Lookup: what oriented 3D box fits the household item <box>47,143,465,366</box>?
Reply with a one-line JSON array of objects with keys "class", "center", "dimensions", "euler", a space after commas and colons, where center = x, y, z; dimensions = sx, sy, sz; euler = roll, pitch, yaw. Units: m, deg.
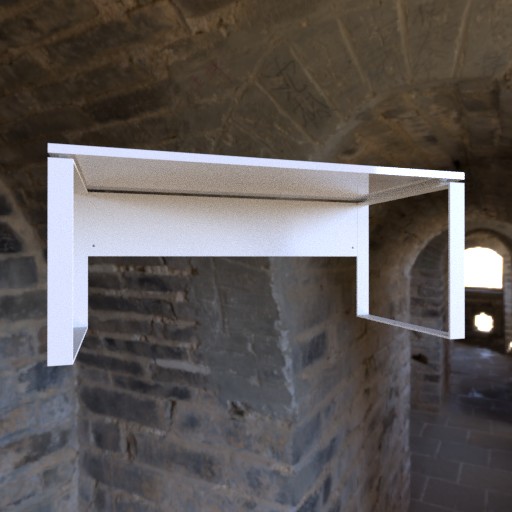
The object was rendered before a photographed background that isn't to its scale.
[{"class": "household item", "center": [0.000, 0.000, 2.106], "dimensions": [1.700, 0.745, 0.800], "euler": [0, 0, -17]}]
